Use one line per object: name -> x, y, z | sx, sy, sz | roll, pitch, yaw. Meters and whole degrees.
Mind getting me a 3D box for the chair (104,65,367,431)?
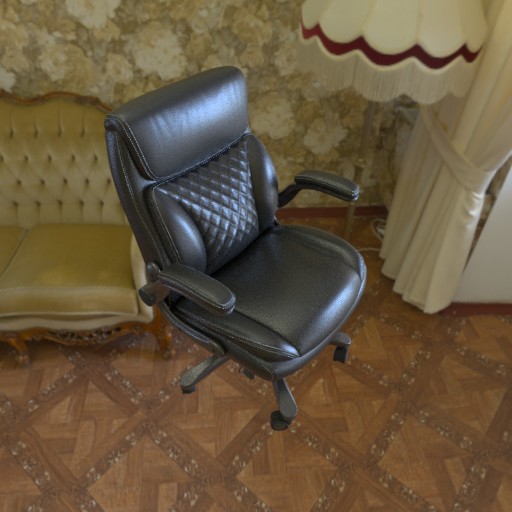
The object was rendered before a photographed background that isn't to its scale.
chair -> 0.000, 0.000, 1.597 | 0.724, 1.110, 0.782 | 28, 48, 28
